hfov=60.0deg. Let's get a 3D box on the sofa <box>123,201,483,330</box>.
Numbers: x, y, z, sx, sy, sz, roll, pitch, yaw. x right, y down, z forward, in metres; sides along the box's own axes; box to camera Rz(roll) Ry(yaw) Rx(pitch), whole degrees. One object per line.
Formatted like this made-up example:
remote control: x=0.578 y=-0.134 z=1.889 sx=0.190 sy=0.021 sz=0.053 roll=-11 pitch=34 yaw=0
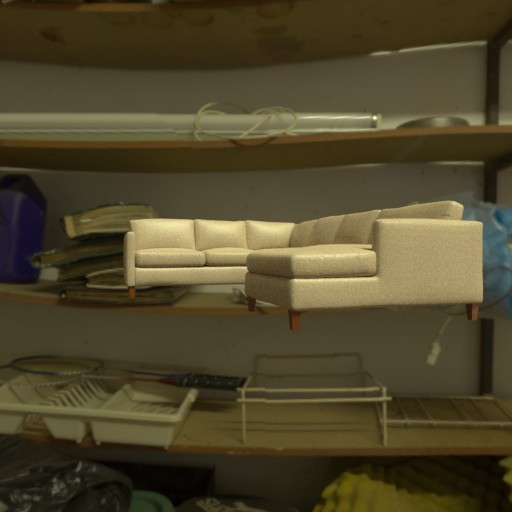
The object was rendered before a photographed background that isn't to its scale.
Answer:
sofa: x=0.000 y=0.000 z=4.597 sx=2.594 sy=0.961 sz=3.460 roll=0 pitch=0 yaw=-18
